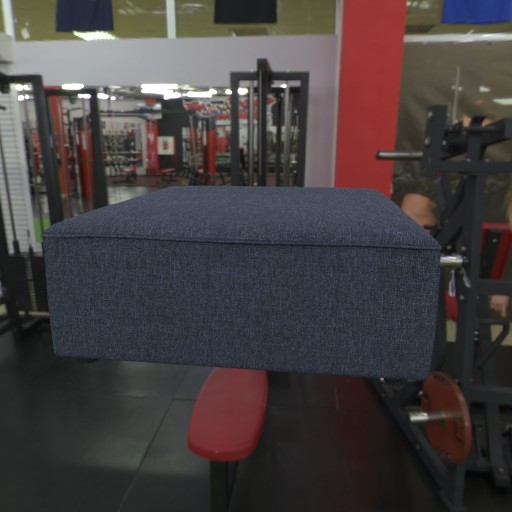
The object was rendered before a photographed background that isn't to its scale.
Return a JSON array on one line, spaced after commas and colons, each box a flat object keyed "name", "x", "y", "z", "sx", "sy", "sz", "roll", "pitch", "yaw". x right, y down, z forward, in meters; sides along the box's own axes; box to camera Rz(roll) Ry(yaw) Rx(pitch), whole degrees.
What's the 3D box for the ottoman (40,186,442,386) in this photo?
[{"name": "ottoman", "x": 0.000, "y": 0.000, "z": 1.589, "sx": 1.023, "sy": 0.423, "sz": 1.017, "roll": 2, "pitch": 15, "yaw": 8}]
